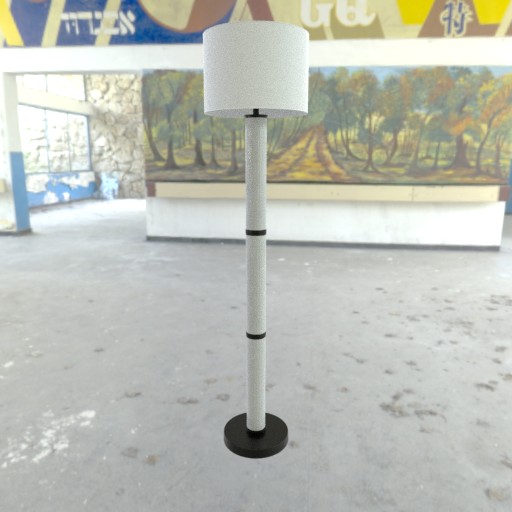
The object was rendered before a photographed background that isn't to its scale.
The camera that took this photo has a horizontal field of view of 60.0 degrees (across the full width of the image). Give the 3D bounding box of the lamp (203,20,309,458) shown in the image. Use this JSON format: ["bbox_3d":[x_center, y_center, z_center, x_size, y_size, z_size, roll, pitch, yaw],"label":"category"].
[{"bbox_3d":[0.000,0.000,1.737,0.377,1.599,0.377,2,13,8],"label":"lamp"}]
